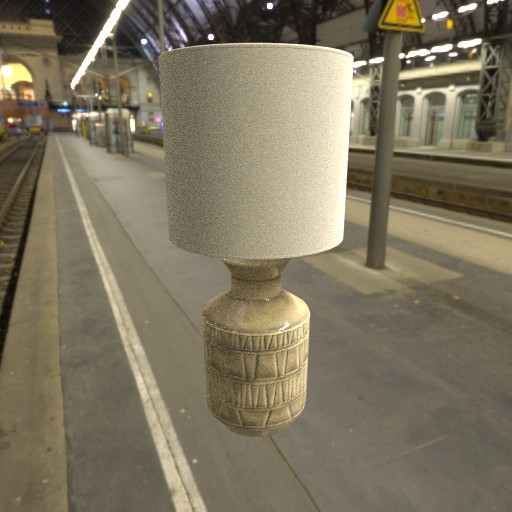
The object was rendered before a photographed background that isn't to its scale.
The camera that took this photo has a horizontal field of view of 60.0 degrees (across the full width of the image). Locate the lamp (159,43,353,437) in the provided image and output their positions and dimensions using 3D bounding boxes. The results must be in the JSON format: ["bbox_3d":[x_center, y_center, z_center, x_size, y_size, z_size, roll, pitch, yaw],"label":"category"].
[{"bbox_3d":[0.000,0.000,0.556,0.211,0.455,0.211,16,23,42],"label":"lamp"}]
